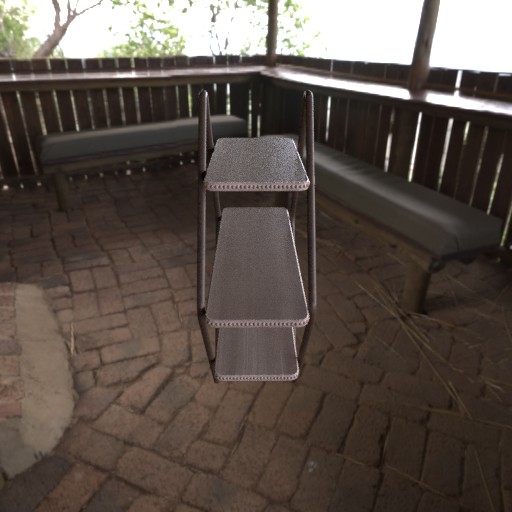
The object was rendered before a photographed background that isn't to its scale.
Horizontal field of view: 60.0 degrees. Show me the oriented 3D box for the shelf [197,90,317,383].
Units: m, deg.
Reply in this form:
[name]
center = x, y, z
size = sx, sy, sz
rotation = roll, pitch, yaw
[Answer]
[shelf]
center = 0.000, 0.000, 1.096
size = 0.234, 0.774, 0.609
rotation = 0, 27, 0
